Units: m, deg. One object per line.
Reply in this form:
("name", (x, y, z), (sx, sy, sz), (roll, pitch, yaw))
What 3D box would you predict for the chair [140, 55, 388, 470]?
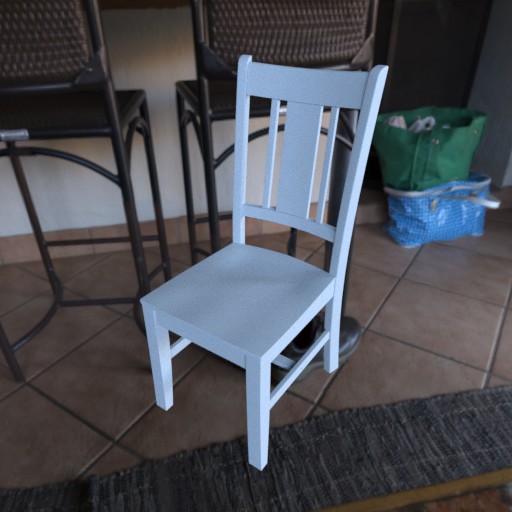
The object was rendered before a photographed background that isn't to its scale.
("chair", (0.000, 0.000, 1.280), (0.450, 0.998, 0.555), (19, 35, 30))
